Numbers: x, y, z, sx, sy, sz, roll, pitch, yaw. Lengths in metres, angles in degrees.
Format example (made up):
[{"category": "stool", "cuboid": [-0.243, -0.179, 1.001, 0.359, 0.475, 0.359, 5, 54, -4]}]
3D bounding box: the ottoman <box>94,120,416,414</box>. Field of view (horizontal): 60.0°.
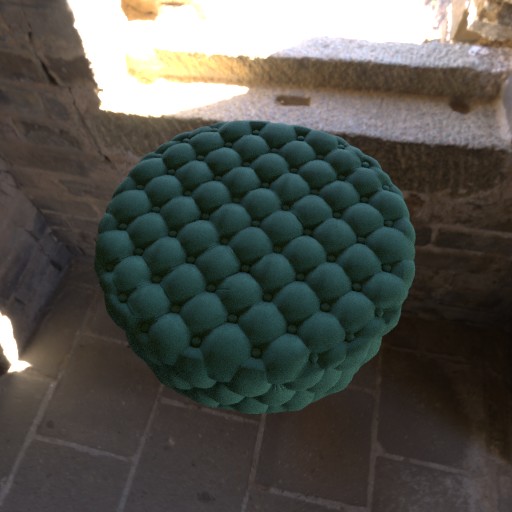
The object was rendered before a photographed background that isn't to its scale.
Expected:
[{"category": "ottoman", "cuboid": [0.000, 0.000, 1.506, 0.998, 0.399, 0.998, 0, 58, 0]}]
